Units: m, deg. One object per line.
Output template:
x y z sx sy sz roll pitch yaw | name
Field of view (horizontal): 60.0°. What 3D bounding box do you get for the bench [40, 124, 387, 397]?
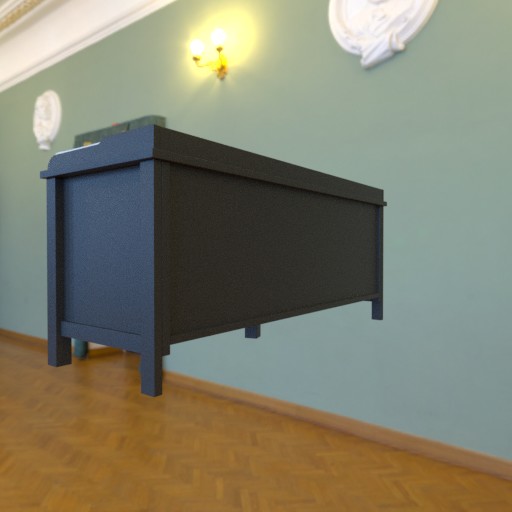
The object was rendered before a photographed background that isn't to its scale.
0.000 0.000 1.368 0.398 0.501 1.140 1 1 37 | bench
